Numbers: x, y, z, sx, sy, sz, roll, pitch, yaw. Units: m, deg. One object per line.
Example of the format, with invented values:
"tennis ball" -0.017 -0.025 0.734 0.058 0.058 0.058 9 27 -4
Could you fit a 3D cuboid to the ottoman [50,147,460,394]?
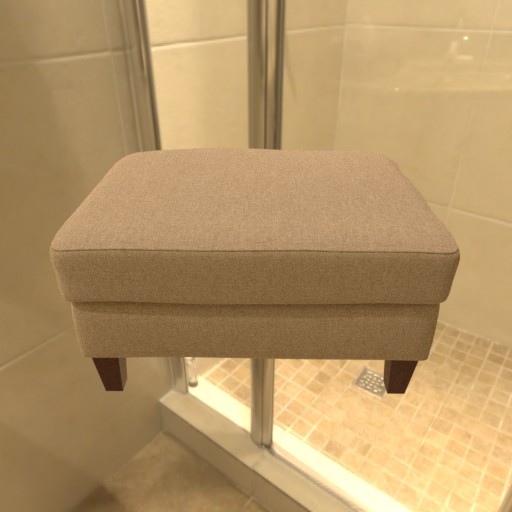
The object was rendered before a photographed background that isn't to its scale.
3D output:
"ottoman" 0.000 0.000 1.310 0.898 0.519 0.677 0 31 1
